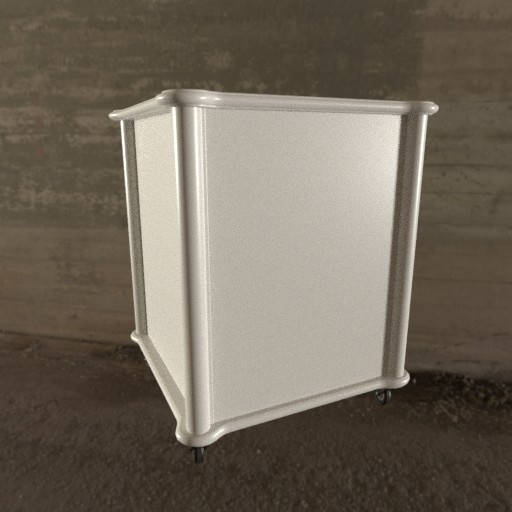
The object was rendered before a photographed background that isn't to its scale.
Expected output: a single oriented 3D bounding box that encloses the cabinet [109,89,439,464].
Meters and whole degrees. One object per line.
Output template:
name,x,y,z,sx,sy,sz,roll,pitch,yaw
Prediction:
cabinet,0.000,0.000,1.191,0.628,0.761,0.627,-7,16,-25
